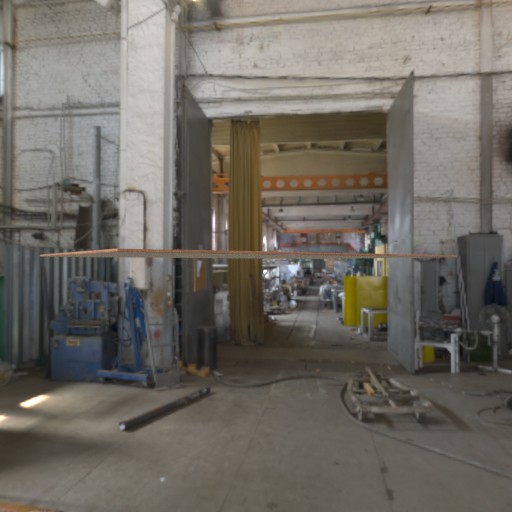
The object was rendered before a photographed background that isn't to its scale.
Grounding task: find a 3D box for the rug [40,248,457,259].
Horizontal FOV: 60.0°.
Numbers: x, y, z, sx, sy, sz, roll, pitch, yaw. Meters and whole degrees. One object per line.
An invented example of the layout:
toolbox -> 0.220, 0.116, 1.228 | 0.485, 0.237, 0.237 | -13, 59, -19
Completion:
rug -> 0.000, 0.000, 3.041 | 2.438, 0.014, 1.524 | 1, -1, -36
